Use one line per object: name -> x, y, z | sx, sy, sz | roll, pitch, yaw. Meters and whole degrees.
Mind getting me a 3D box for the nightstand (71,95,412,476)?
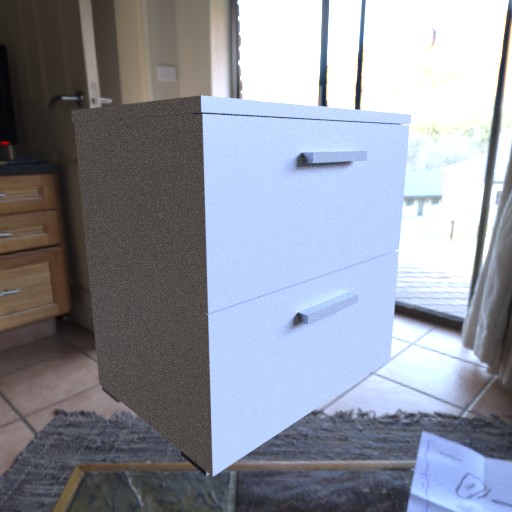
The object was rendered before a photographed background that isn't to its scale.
nightstand -> 0.000, 0.000, 0.745 | 0.441, 0.460, 0.325 | -14, 20, -43
